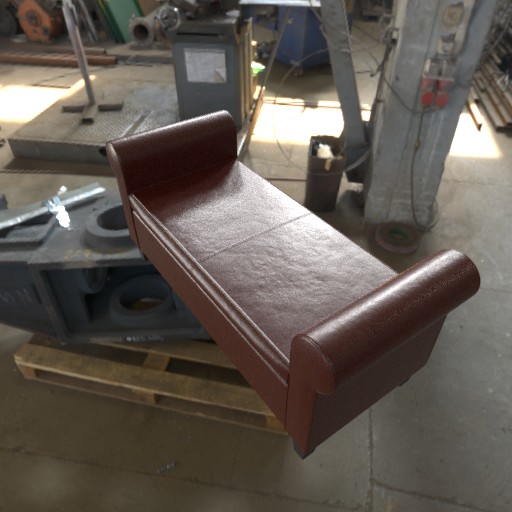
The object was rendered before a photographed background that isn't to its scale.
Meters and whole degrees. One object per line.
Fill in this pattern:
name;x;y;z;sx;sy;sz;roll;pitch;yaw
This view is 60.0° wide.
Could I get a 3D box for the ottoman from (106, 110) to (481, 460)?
ottoman;0.000;0.000;1.536;0.521;0.547;1.256;-25;46;-26
